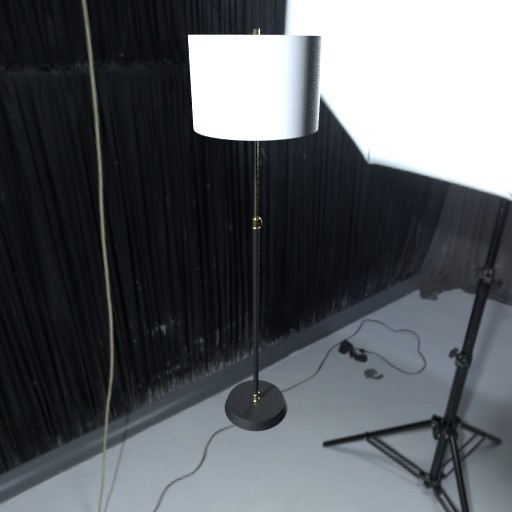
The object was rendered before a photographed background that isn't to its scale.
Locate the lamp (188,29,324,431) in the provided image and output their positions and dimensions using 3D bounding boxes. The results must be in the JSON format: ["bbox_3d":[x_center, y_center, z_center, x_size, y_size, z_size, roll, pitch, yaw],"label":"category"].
[{"bbox_3d":[0.000,0.000,1.665,0.404,1.517,0.404,-18,32,-32],"label":"lamp"}]
